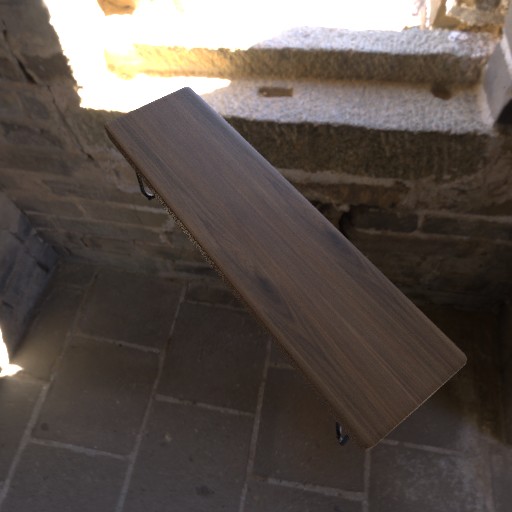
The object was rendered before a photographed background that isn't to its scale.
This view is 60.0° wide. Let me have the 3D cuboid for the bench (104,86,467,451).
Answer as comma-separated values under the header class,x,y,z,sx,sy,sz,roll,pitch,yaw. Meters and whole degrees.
class,x,y,z,sx,sy,sz,roll,pitch,yaw
bench,0.000,0.000,1.777,0.425,0.462,1.570,-33,64,-18
